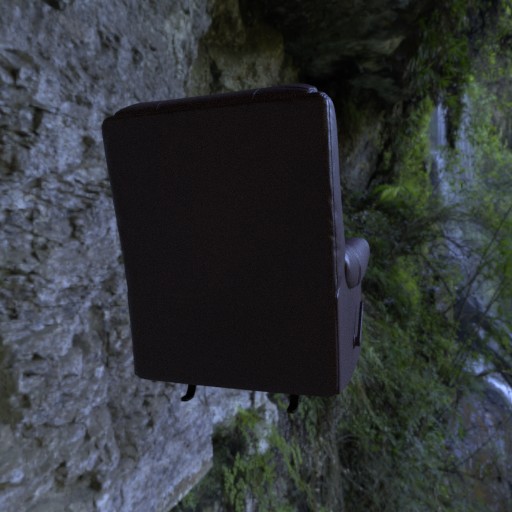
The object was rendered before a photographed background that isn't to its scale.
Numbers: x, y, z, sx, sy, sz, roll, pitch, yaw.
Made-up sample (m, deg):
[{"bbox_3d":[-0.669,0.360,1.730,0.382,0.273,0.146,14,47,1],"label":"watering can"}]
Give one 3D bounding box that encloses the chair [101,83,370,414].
[{"bbox_3d":[0.000,0.000,1.795,0.838,1.054,1.014,0,0,18],"label":"chair"}]
